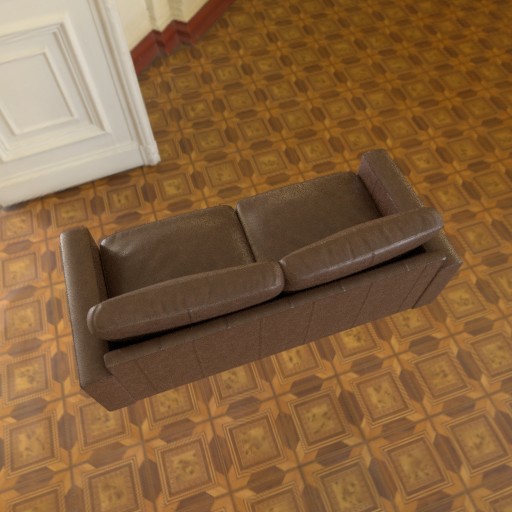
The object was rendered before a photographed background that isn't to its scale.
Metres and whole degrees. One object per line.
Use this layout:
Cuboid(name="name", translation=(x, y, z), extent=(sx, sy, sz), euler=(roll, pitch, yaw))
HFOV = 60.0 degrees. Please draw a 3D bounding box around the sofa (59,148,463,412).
Cuboid(name="sofa", translation=(0.000, 0.000, 2.700), extent=(2.179, 0.873, 1.016), euler=(-16, 60, -10))
